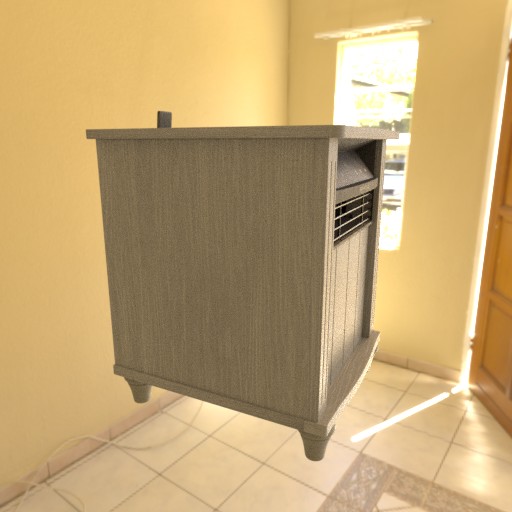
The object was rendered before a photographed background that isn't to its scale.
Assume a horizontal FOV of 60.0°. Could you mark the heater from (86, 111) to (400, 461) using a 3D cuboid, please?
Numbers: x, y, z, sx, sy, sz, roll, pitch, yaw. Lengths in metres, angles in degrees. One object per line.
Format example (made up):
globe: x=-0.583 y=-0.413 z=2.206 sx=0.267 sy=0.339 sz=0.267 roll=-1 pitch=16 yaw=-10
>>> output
heater: x=0.000 y=0.000 z=0.756 sx=0.400 sy=0.481 sz=0.362 roll=7 pitch=16 yaw=26
